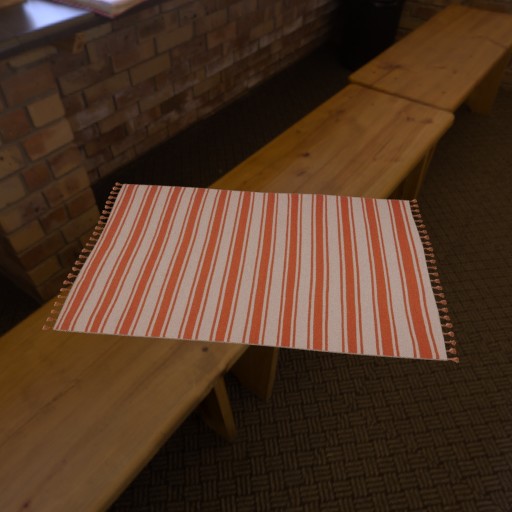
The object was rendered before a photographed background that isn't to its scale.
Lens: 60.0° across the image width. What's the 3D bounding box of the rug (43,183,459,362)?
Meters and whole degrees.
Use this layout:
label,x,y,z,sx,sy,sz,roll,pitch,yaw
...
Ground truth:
label,x,y,z,sx,sy,sz,roll,pitch,yaw
rug,0.000,0.000,2.611,2.092,0.017,1.232,4,46,4
